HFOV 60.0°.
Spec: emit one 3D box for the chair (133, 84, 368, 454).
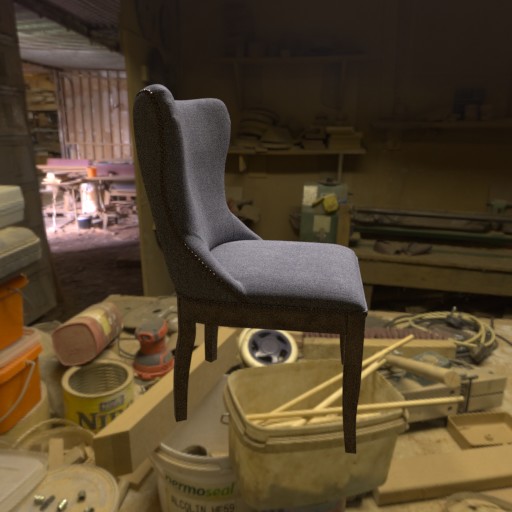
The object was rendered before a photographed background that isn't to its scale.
[{"bbox_3d":[0.000,0.000,1.441,0.681,1.002,0.654,3,16,9],"label":"chair"}]
